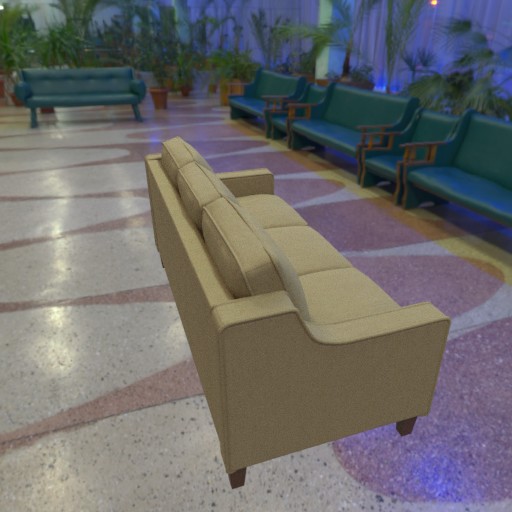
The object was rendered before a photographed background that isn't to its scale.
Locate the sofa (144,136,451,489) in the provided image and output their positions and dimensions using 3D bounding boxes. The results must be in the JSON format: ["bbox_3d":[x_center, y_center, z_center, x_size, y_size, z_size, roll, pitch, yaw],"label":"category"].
[{"bbox_3d":[0.000,0.000,2.424,0.911,0.974,1.986,-9,29,-16],"label":"sofa"}]
